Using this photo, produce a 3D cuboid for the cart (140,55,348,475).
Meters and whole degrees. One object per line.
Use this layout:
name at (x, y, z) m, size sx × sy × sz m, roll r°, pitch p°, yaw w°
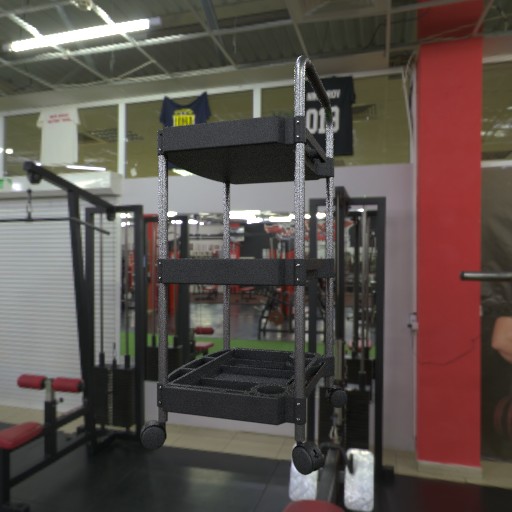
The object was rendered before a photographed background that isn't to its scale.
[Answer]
cart at (0.000, 0.000, 1.416) m, size 0.518 × 1.075 × 0.584 m, roll 0°, pitch 0°, yaw 18°
